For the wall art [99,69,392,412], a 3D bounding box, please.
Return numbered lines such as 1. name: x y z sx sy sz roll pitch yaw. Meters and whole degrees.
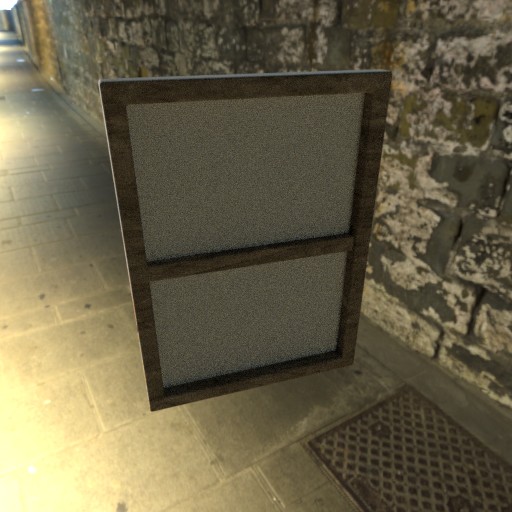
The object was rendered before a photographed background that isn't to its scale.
1. wall art: 0.000 0.000 0.795 0.443 0.605 0.035 -9 29 -15
